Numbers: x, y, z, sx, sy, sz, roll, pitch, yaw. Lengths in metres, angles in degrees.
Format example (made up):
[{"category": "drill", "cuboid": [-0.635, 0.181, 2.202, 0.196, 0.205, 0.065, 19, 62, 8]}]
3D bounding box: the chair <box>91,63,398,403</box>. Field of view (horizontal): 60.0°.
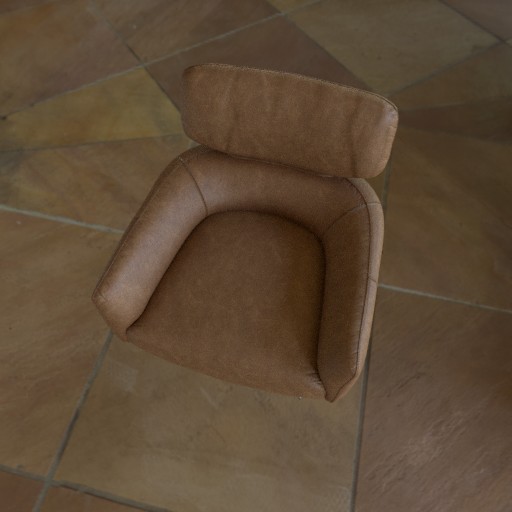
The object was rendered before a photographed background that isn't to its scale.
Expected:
[{"category": "chair", "cuboid": [0.000, 0.000, 1.330, 0.706, 0.812, 0.715, 14, 59, 9]}]
